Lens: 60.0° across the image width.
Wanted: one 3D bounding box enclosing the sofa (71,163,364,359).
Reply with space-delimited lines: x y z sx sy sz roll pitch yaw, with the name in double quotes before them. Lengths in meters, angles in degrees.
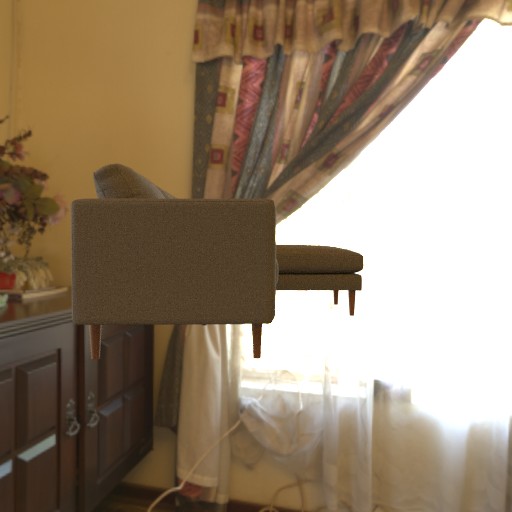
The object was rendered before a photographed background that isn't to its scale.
"sofa" 0.000 0.000 2.877 1.591 0.897 2.031 0 1 -1
